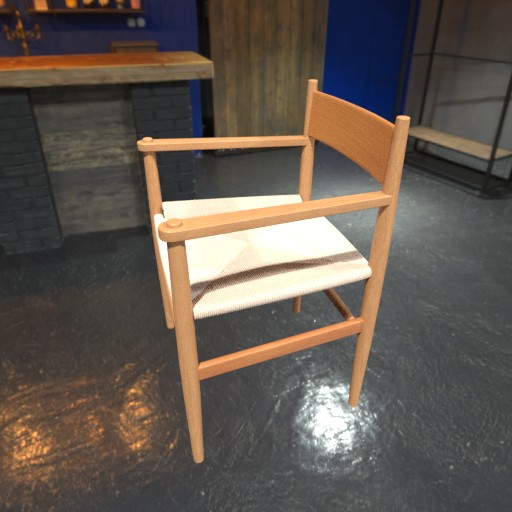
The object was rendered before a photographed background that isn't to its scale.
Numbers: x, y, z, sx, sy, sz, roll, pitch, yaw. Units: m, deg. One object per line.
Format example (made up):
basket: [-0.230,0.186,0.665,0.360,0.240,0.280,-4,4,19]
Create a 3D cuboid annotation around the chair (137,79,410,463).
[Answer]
chair: [0.000,0.000,1.131,0.495,0.762,0.556,-9,32,-14]
